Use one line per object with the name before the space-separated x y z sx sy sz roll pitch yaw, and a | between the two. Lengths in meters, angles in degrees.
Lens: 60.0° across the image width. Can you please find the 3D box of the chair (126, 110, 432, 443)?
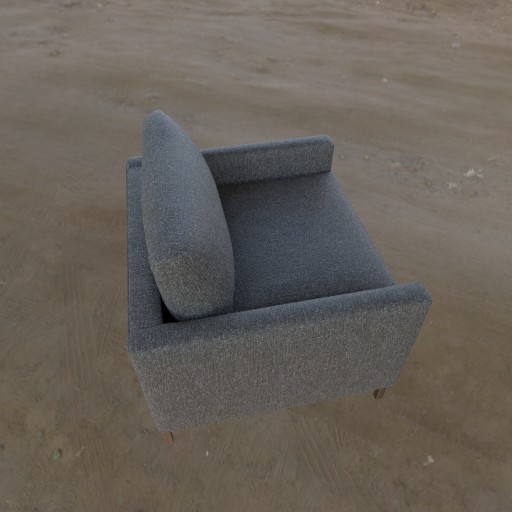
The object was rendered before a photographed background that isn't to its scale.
chair | 0.000 0.000 1.639 0.866 0.861 0.963 -9 46 -8
